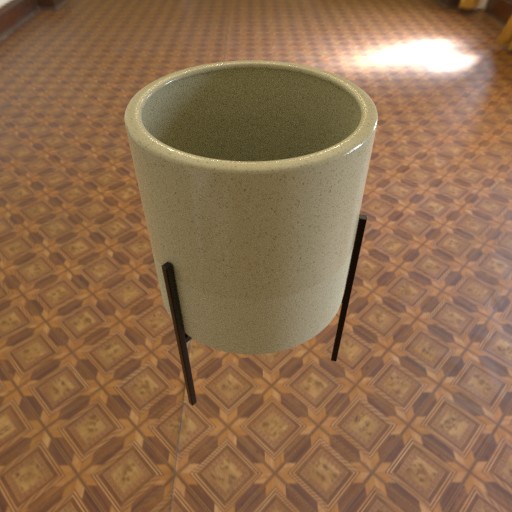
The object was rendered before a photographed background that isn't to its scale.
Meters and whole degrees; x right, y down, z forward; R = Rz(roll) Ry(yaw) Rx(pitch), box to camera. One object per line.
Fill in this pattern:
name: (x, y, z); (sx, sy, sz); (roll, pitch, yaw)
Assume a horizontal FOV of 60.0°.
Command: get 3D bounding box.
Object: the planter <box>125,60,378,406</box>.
planter: (0.000, 0.000, 0.548); (0.243, 0.390, 0.234); (8, 44, 9)
